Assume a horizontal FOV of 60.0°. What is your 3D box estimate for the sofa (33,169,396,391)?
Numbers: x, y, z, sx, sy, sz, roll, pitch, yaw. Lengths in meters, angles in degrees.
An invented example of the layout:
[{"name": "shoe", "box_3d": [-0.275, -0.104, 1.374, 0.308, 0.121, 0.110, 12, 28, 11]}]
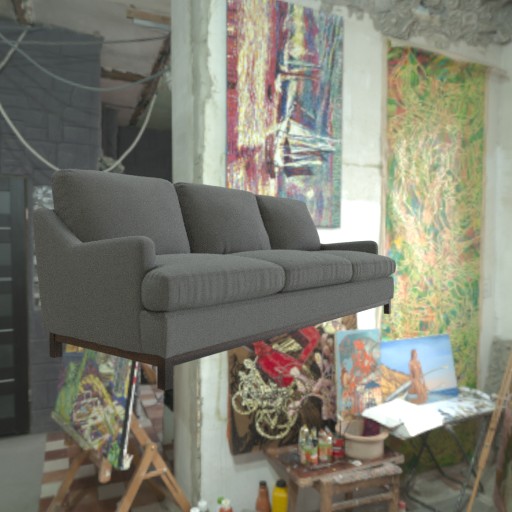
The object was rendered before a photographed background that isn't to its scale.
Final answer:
[{"name": "sofa", "box_3d": [0.000, 0.000, 2.785, 0.987, 0.926, 2.344, 1, 2, 37]}]
